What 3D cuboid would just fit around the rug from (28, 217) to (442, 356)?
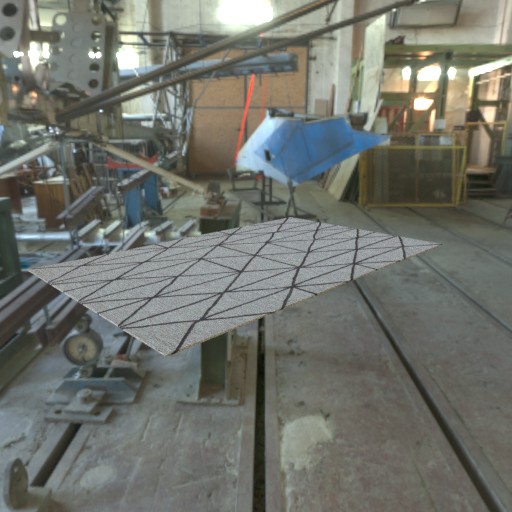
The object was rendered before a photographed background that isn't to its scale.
[{"bbox_3d":[0.000,0.000,3.048,2.465,0.008,1.526,-15,22,-42],"label":"rug"}]
